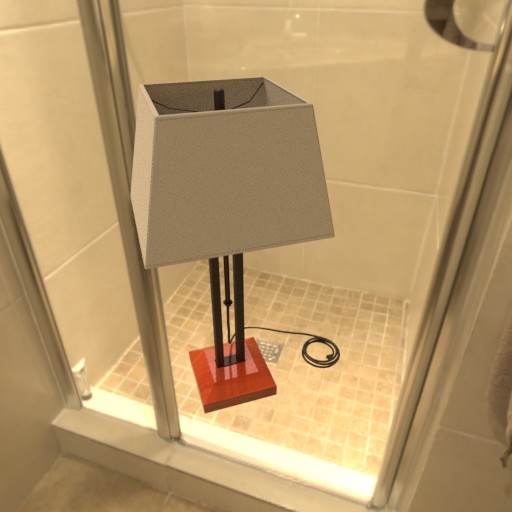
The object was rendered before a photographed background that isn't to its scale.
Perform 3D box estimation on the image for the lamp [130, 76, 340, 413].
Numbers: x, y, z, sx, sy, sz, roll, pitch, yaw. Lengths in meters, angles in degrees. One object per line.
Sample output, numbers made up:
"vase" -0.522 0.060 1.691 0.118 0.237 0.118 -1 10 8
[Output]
"lamp" 0.000 0.000 1.005 0.498 0.737 0.310 -10 34 -15
